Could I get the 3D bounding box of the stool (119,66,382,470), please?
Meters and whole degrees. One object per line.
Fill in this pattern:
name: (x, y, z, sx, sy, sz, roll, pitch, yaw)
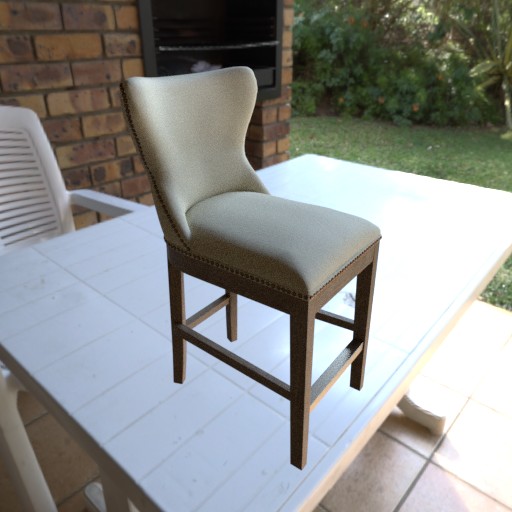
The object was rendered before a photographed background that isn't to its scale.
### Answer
stool: (0.000, 0.000, 1.297, 0.608, 0.981, 0.498, 19, 33, 32)
